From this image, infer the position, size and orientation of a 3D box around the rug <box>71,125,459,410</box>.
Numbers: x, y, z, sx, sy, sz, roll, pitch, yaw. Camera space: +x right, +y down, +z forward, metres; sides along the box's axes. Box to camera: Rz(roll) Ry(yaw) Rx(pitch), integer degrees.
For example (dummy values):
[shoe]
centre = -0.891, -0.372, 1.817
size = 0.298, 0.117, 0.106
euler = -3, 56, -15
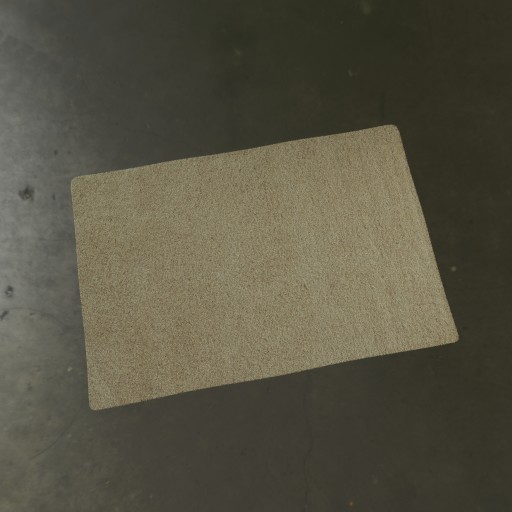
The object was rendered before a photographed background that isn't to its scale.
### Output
[rug]
centre = 0.000, 0.000, 3.399
size = 2.700, 0.024, 1.801
euler = -10, 76, -3
